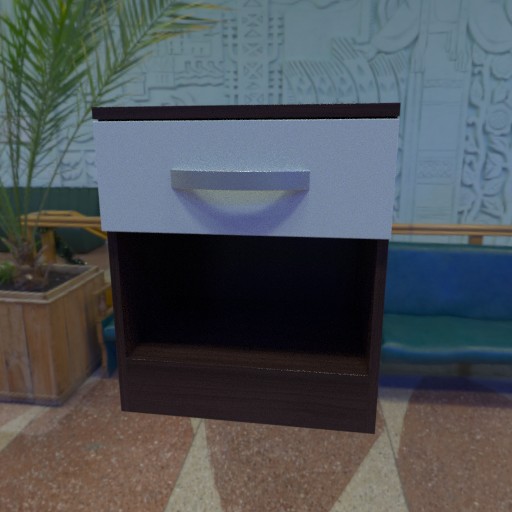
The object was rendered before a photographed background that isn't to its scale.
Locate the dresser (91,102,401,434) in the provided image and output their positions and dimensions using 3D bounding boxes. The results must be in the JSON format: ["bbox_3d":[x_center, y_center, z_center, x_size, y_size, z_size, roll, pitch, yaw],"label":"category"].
[{"bbox_3d":[0.000,0.000,0.767,0.400,0.470,0.360,2,14,8],"label":"dresser"}]
